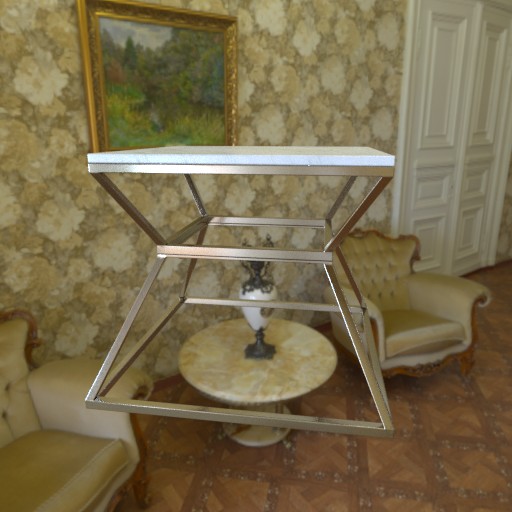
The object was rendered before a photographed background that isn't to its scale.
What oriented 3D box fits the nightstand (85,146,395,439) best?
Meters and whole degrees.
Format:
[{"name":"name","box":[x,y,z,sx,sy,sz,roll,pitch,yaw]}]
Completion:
[{"name":"nightstand","box":[0.000,0.000,0.913,0.513,0.426,0.514,2,16,9]}]
